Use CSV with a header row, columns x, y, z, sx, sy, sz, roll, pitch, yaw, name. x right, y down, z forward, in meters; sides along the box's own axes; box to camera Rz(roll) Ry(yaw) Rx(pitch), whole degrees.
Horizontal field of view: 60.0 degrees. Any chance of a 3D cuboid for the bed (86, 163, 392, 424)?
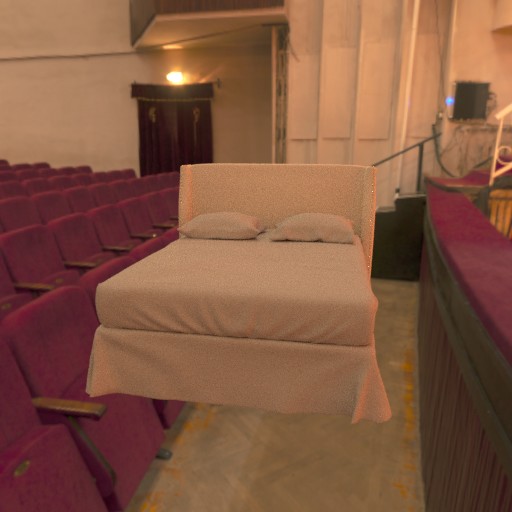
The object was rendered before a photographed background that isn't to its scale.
x,y,z,sx,sy,sz,roll,pitch,yaw,name
0.000,0.000,3.463,1.925,1.332,2.276,3,14,10,bed
